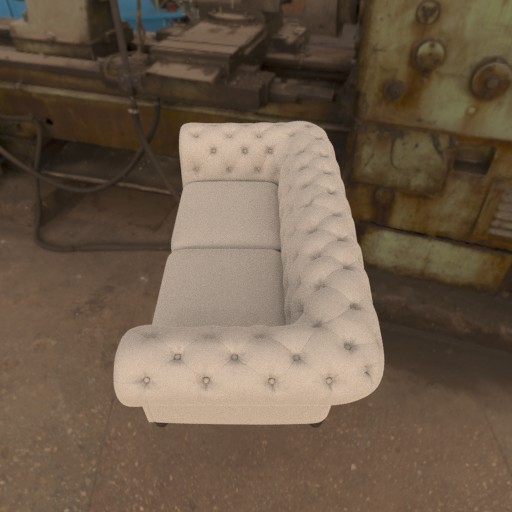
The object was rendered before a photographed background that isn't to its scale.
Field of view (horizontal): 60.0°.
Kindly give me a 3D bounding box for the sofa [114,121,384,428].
[{"bbox_3d":[0.000,0.000,2.425,0.986,0.764,1.998,0,42,0],"label":"sofa"}]
